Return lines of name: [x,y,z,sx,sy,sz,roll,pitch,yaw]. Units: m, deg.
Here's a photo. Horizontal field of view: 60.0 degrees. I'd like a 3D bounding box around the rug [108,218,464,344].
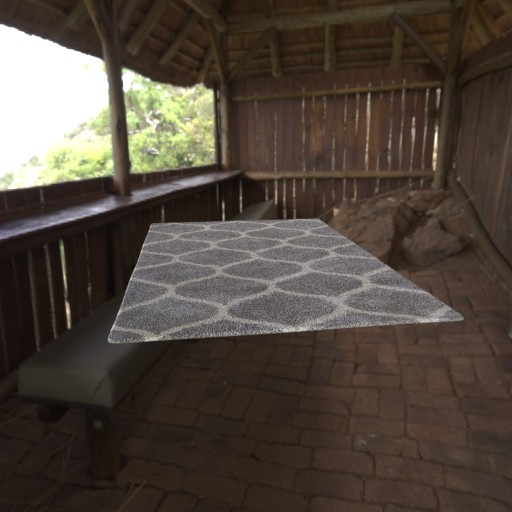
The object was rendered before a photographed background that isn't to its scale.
rug: [0.000,0.000,3.458,1.801,0.026,2.701,-2,16,-8]
